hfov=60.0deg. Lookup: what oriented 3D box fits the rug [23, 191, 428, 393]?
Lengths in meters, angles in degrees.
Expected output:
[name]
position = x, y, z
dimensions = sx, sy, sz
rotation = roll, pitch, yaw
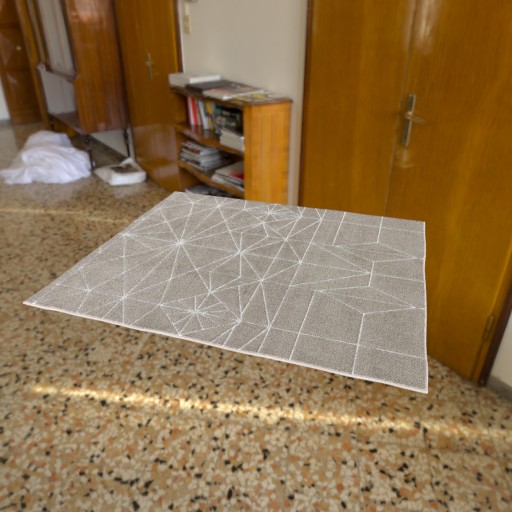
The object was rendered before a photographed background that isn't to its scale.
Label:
[rug]
position = 0.000, 0.000, 0.876
dimensions = 0.639, 0.006, 0.548
rotation = 9, 30, 16
